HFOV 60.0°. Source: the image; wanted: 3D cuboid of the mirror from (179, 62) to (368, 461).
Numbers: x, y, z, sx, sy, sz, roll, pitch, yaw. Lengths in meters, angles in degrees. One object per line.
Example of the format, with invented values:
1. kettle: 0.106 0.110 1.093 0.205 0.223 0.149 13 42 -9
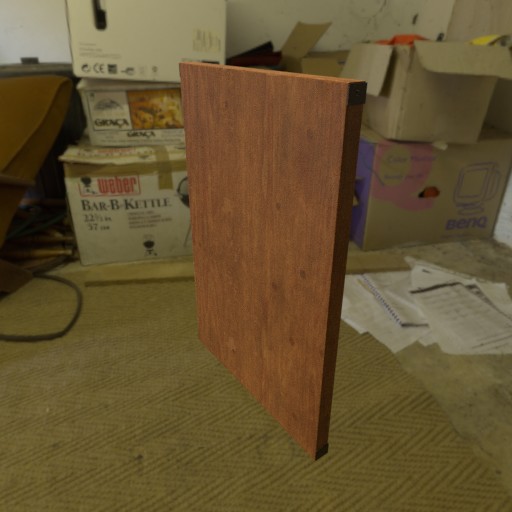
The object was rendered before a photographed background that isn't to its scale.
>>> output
1. mirror: 0.000 0.000 0.977 0.053 0.761 0.517 -18 32 -31
